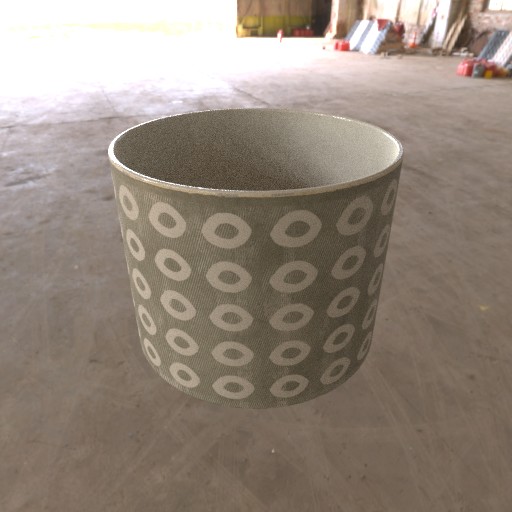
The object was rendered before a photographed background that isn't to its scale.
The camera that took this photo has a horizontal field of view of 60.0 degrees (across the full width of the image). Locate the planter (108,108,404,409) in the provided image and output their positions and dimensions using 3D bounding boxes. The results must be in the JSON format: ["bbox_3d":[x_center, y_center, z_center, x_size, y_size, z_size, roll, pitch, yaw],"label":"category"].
[{"bbox_3d":[0.000,0.000,0.449,0.250,0.239,0.250,0,30,0],"label":"planter"}]
